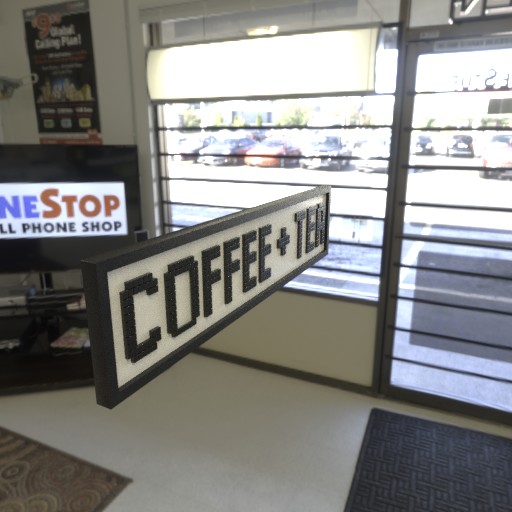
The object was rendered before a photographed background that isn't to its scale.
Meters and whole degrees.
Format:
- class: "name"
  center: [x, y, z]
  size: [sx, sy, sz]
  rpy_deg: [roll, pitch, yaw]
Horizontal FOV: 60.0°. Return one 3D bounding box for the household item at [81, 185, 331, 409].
- class: "household item"
  center: [0.000, 0.000, 1.080]
  size: [0.030, 0.236, 1.001]
  rpy_deg: [8, 18, 27]
